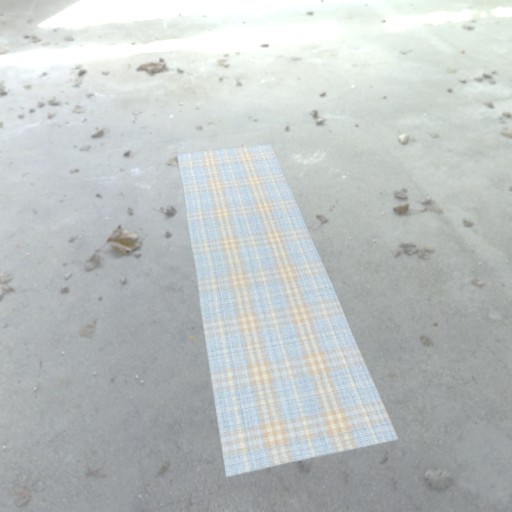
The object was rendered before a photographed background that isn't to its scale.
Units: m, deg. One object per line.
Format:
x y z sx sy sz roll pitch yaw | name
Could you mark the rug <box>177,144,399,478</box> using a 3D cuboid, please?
0.000 0.000 2.707 0.762 0.013 2.439 -8 46 -8 | rug
